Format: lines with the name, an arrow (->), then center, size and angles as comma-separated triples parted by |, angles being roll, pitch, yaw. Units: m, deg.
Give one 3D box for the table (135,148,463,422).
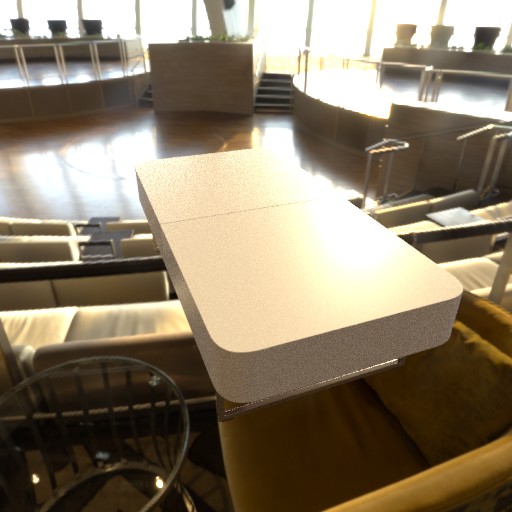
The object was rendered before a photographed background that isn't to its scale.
table -> 0.000, 0.000, 1.471 | 0.600, 0.340, 1.200 | -11, 32, -18
